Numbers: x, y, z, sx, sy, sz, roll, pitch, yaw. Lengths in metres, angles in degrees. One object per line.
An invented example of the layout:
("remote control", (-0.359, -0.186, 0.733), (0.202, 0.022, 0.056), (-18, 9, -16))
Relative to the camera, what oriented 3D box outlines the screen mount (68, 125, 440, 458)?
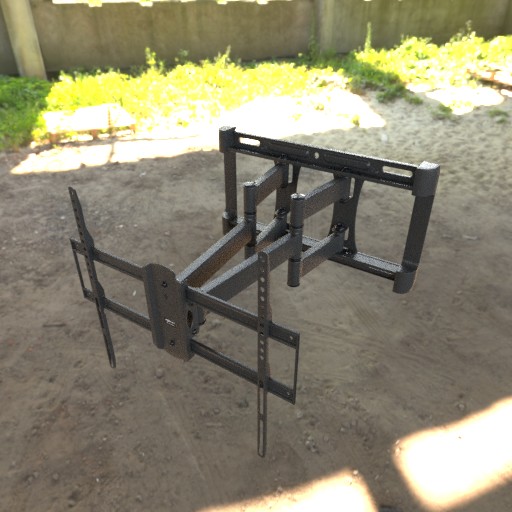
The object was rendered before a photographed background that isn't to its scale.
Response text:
("screen mount", (0.000, 0.000, 0.961), (0.571, 0.424, 0.556), (19, 36, 28))
